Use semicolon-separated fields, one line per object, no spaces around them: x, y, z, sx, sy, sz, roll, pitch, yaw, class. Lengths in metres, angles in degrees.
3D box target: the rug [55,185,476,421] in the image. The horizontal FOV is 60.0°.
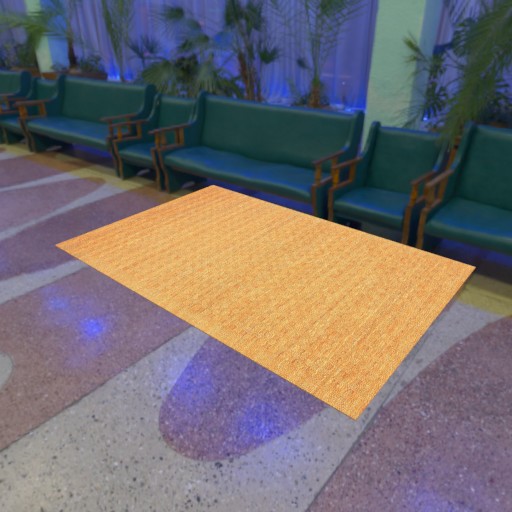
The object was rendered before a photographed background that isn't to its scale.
0.000;0.000;2.884;2.285;0.006;1.524;22;36;34;rug
